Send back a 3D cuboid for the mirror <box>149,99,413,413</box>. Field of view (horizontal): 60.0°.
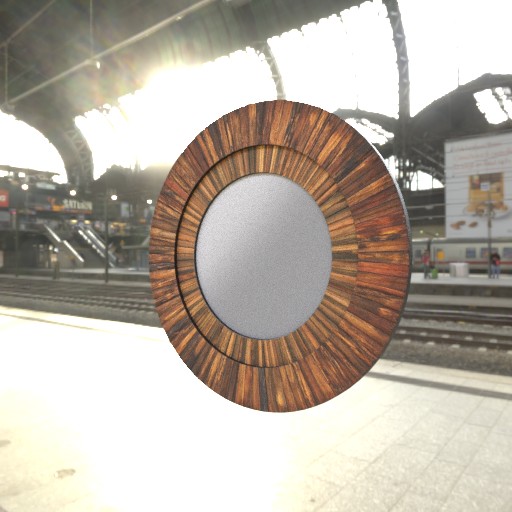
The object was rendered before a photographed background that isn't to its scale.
[{"bbox_3d":[0.000,0.000,1.569,1.077,1.077,0.036,0,0,35],"label":"mirror"}]
